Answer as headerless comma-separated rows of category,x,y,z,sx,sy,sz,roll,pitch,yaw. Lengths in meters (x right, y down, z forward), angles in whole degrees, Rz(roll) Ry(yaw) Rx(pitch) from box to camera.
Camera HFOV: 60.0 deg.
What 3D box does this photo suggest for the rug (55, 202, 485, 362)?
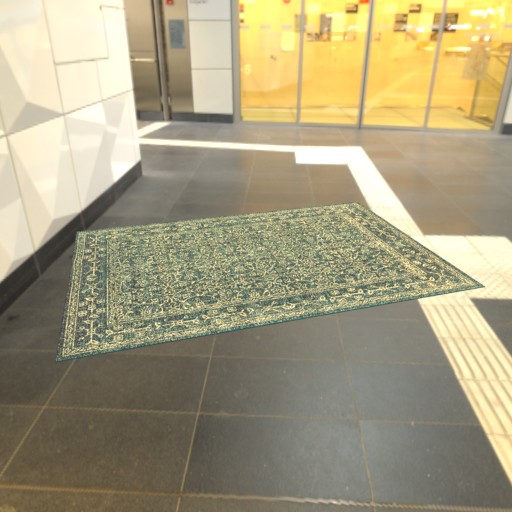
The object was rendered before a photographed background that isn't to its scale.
rug,0.000,0.000,2.292,1.819,0.005,1.200,-8,27,-15
